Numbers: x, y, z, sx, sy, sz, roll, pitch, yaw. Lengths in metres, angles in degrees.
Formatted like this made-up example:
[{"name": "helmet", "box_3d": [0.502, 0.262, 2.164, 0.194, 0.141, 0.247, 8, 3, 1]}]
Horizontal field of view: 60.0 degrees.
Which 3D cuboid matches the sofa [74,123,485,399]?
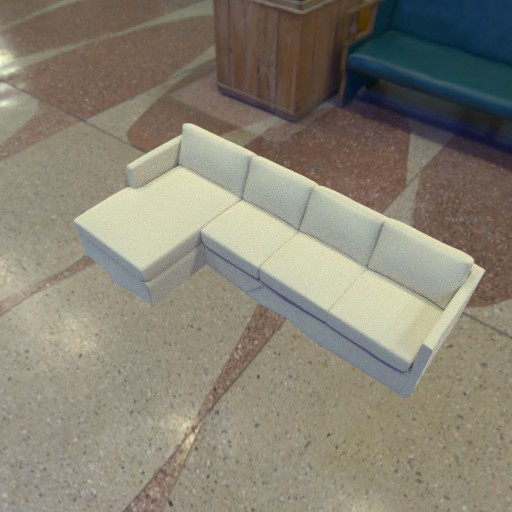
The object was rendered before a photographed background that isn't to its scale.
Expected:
[{"name": "sofa", "box_3d": [0.000, 0.000, 3.834, 3.205, 0.922, 1.650, 32, 54, 26]}]
